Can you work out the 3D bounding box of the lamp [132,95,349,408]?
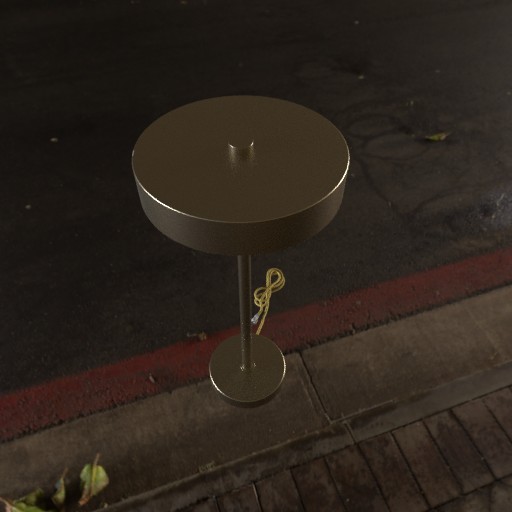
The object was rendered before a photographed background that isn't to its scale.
[{"bbox_3d":[0.000,0.000,0.699,0.229,0.508,0.369,10,48,9],"label":"lamp"}]
